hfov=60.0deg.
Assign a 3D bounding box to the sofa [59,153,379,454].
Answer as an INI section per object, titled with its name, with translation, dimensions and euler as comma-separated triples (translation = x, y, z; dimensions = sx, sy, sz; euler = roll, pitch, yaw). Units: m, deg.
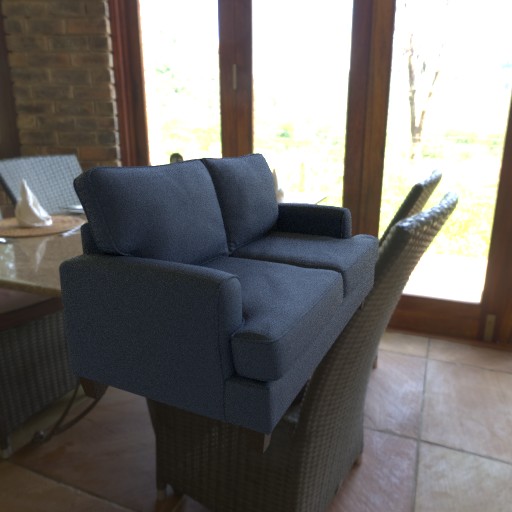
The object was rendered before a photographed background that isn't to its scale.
[sofa]
translation = 0.000, 0.000, 2.250
dimensions = 0.965, 0.965, 1.651
euler = 7, 17, 25
